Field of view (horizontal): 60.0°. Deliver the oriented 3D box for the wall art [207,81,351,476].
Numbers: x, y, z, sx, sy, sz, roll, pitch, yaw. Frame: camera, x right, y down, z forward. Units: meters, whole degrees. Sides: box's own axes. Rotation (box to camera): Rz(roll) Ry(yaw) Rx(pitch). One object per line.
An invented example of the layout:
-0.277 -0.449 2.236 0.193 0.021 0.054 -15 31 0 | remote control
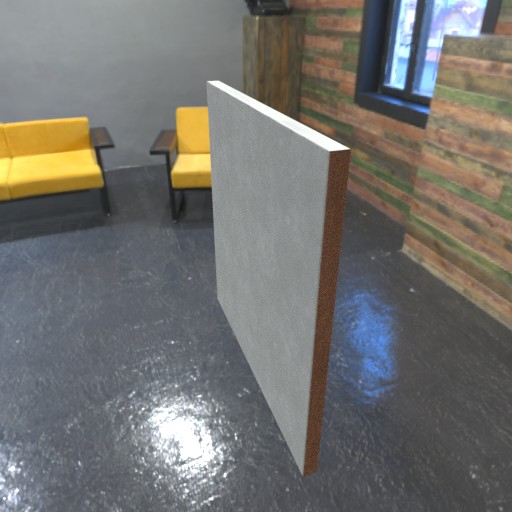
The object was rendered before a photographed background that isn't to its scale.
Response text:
0.000 0.000 0.460 0.015 0.303 0.303 -10 31 -17 | wall art
